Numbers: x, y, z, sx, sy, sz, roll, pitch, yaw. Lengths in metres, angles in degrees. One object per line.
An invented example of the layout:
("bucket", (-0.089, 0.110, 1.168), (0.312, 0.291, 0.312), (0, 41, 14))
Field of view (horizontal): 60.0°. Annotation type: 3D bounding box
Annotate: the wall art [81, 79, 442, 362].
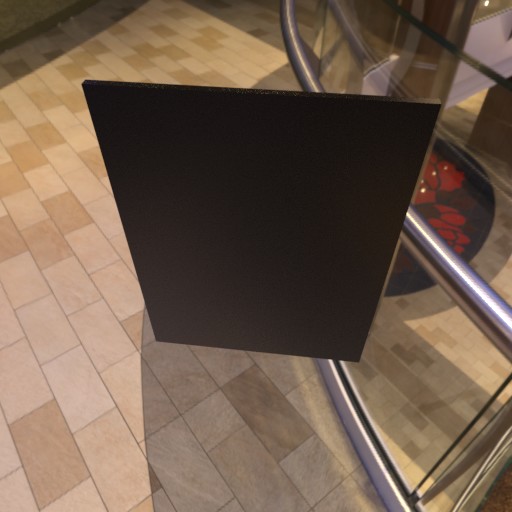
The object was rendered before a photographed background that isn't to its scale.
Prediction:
("wall art", (0.000, 0.000, 0.754), (0.442, 0.582, 0.013), (5, 46, 5))
